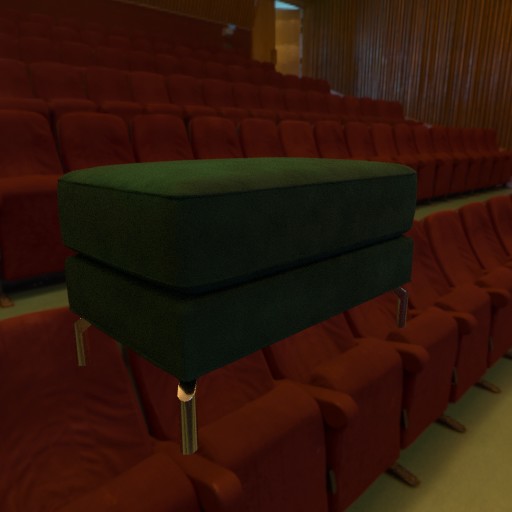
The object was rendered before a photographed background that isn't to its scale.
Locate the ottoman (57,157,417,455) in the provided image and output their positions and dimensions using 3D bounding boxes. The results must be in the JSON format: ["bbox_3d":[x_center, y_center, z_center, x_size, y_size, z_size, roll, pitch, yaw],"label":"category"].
[{"bbox_3d":[0.000,0.000,1.246,0.886,0.533,0.536,-14,20,-43],"label":"ottoman"}]
